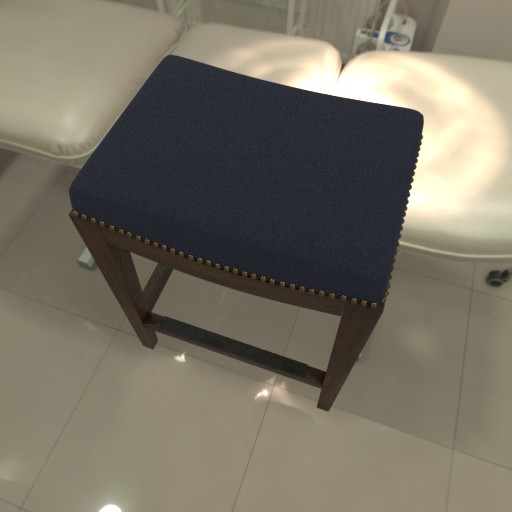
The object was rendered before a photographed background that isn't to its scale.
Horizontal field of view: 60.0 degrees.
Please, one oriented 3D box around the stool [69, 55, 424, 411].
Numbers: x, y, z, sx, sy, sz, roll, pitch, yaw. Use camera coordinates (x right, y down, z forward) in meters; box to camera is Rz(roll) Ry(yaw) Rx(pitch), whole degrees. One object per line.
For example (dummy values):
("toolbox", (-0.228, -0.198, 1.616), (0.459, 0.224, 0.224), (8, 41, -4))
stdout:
("stool", (0.000, 0.000, 0.938), (0.500, 0.642, 0.361), (17, 60, 10))
